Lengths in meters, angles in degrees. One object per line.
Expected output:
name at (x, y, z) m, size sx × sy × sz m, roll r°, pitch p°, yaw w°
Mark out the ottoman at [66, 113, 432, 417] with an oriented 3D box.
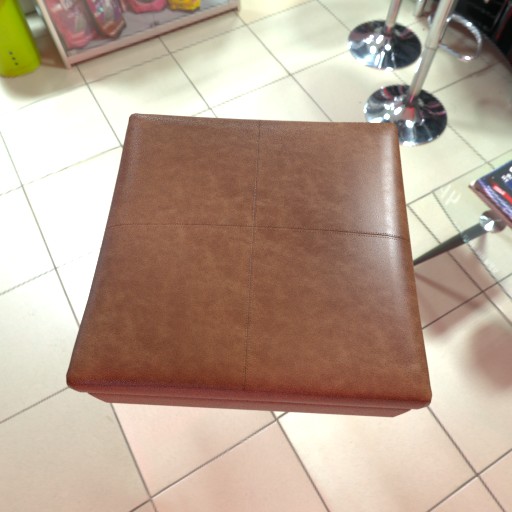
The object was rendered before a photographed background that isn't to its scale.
ottoman at (0.000, 0.000, 1.803) m, size 1.168 × 0.483 × 1.169 m, roll 2°, pitch 62°, yaw 1°
